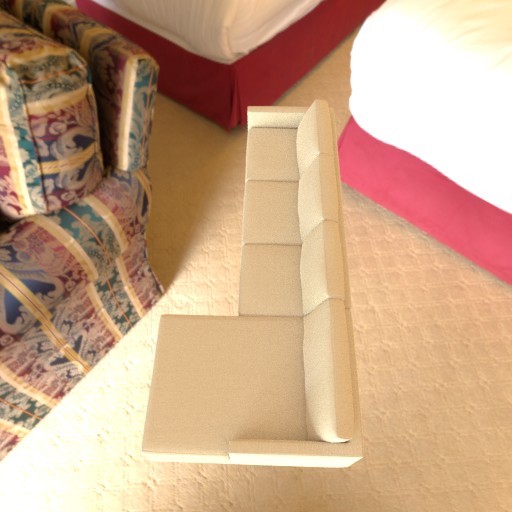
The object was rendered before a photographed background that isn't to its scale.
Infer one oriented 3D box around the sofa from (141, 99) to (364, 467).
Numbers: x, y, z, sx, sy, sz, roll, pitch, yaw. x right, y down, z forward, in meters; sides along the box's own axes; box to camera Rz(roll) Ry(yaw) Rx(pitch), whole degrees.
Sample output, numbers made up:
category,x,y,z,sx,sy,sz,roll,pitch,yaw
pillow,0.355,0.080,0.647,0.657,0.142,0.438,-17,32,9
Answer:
category,x,y,z,sx,sy,sz,roll,pitch,yaw
sofa,0.000,0.000,4.113,1.599,0.954,3.471,1,59,1
